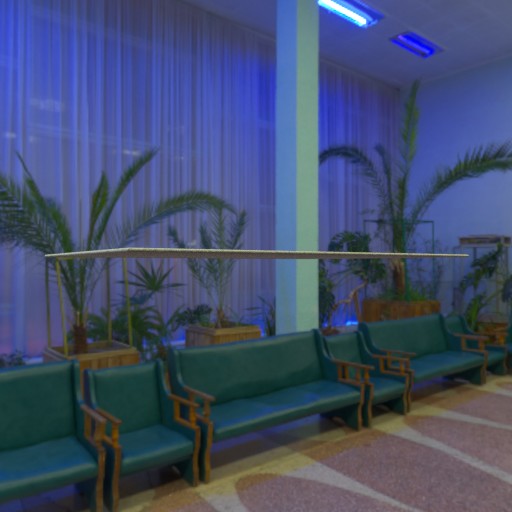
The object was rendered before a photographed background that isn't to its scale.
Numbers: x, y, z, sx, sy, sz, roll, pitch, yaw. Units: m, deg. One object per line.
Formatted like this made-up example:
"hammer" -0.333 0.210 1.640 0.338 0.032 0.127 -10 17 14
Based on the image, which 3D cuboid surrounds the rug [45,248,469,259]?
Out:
"rug" 0.000 0.000 2.737 2.132 0.015 1.526 1 -1 -35
